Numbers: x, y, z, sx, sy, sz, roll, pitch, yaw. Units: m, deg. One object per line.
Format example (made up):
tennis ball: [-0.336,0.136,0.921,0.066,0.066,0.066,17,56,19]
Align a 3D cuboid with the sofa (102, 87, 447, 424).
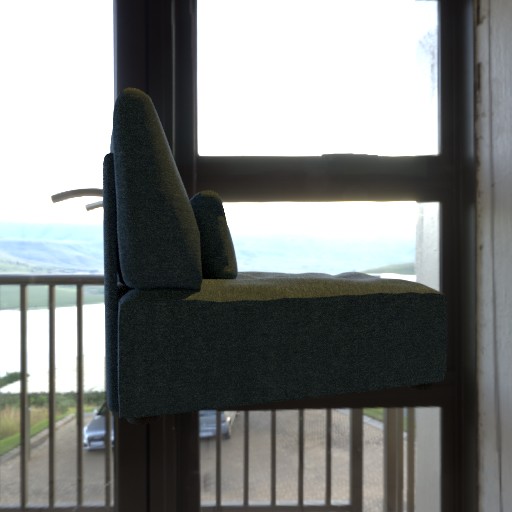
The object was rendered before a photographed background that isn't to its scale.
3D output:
sofa: [0.000,0.000,1.527,1.000,0.820,0.700,0,0,-19]
